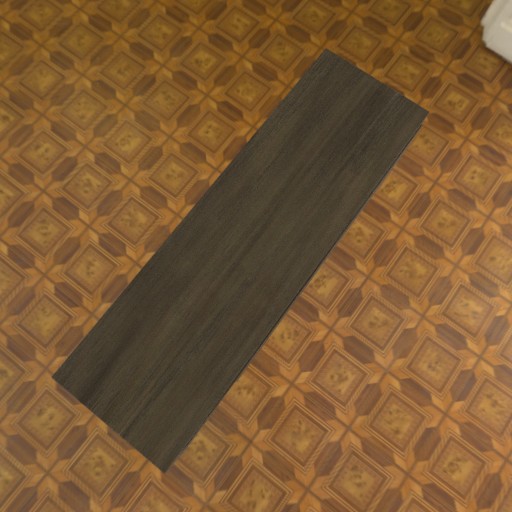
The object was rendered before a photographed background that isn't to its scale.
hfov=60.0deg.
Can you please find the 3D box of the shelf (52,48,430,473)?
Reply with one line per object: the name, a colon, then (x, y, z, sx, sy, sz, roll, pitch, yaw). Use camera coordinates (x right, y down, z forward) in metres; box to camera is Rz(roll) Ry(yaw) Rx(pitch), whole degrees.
shelf: (0.000, 0.000, 1.526, 0.400, 0.495, 1.300, 36, 78, 9)
